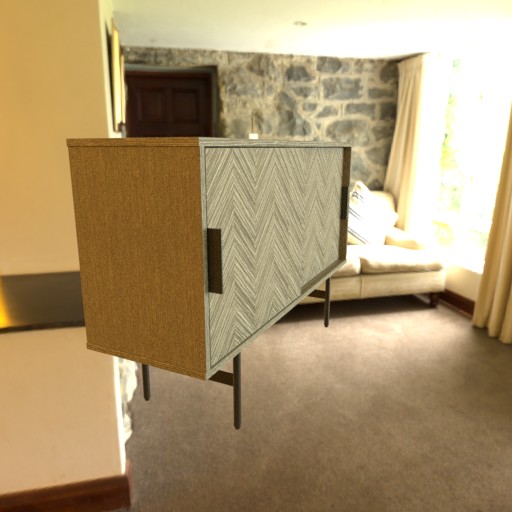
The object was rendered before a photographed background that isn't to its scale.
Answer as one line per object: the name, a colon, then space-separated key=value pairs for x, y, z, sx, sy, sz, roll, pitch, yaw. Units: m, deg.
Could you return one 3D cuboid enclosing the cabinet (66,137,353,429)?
cabinet: x=0.000 y=0.000 z=1.568 sx=0.405 sy=0.787 sz=1.194 roll=7 pitch=15 yaw=26
